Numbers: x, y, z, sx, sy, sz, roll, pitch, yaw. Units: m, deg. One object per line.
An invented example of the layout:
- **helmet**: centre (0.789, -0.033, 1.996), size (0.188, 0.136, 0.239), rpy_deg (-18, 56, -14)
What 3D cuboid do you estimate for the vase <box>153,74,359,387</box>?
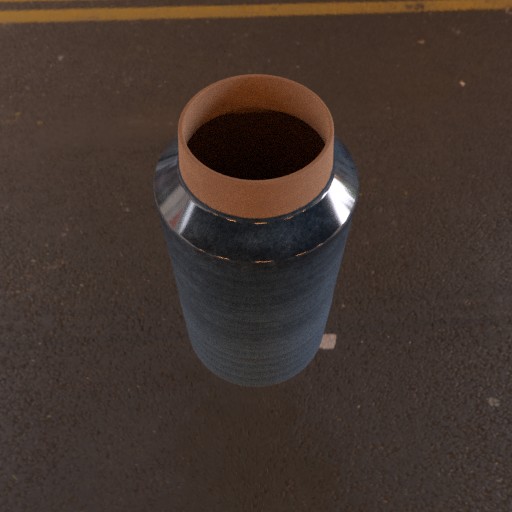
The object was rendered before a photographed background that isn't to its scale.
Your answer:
- **vase**: centre (0.000, 0.000, 0.408), size (0.163, 0.316, 0.163), rpy_deg (0, 59, 0)
